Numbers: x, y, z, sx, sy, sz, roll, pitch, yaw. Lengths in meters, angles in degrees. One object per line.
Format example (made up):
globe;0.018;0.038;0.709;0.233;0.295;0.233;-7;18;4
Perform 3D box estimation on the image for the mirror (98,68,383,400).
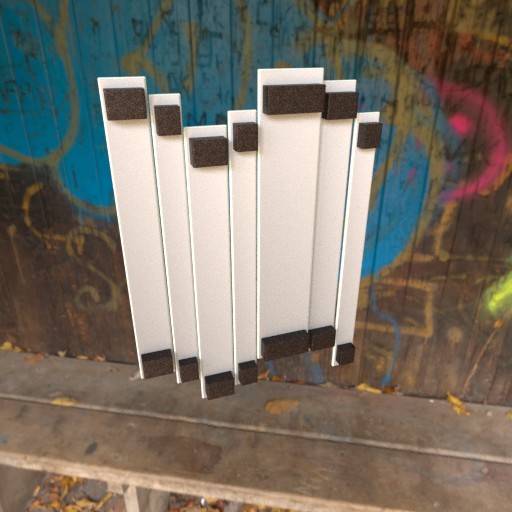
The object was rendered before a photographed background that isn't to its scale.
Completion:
mirror;0.000;0.000;0.785;0.445;0.611;0.058;-9;27;-17
